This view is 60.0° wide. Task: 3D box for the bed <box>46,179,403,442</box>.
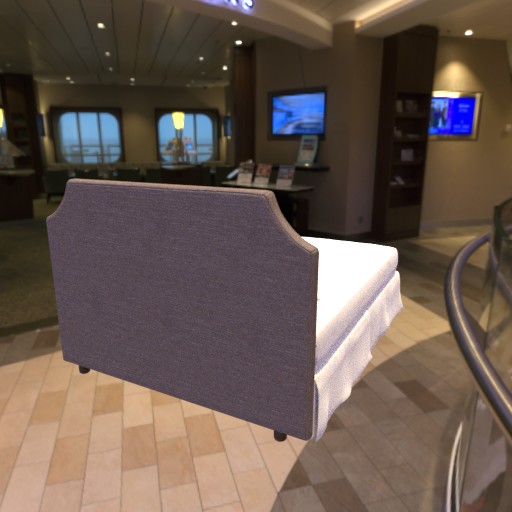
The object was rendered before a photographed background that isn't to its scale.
[{"bbox_3d":[0.000,0.000,4.201,2.350,1.590,2.773,8,17,27],"label":"bed"}]
